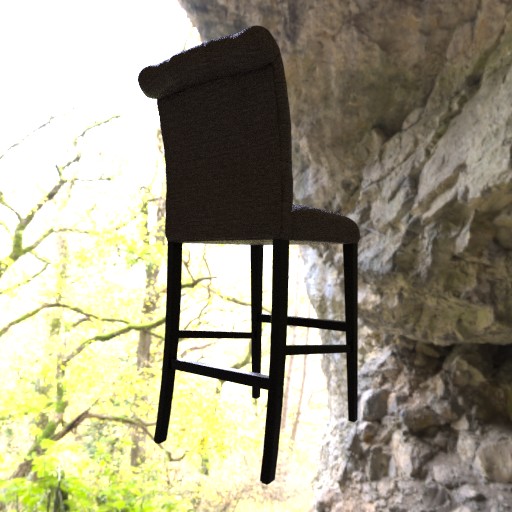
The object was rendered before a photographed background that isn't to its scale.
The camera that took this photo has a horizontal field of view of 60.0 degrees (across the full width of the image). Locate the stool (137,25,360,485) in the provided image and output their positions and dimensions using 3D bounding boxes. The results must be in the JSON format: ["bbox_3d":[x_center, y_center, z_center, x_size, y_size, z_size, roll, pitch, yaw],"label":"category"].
[{"bbox_3d":[0.000,0.000,1.406,0.452,1.131,0.613,0,0,36],"label":"stool"}]
